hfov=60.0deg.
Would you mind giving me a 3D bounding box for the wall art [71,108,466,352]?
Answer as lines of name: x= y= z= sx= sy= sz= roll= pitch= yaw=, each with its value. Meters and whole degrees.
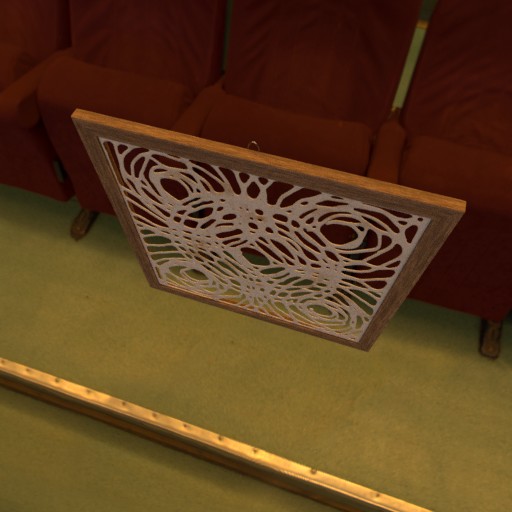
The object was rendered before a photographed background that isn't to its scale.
wall art: x=0.000 y=0.000 z=0.842 sx=0.561 sy=0.576 sz=0.021 roll=15 pitch=61 yaw=9
